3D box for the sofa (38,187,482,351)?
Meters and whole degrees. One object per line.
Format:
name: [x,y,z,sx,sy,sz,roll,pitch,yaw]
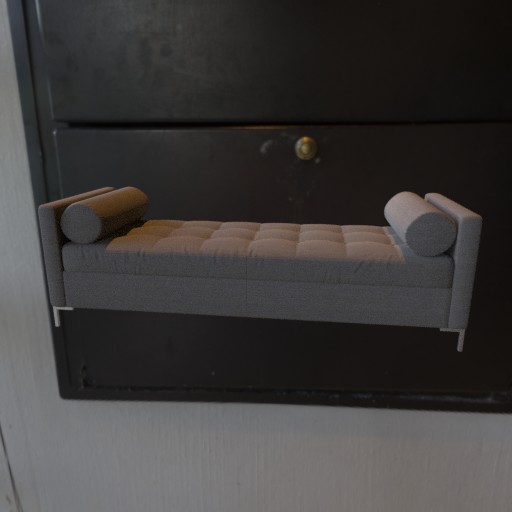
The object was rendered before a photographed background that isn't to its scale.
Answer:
sofa: [0.000,0.000,2.350,1.981,0.635,0.686,2,16,7]
